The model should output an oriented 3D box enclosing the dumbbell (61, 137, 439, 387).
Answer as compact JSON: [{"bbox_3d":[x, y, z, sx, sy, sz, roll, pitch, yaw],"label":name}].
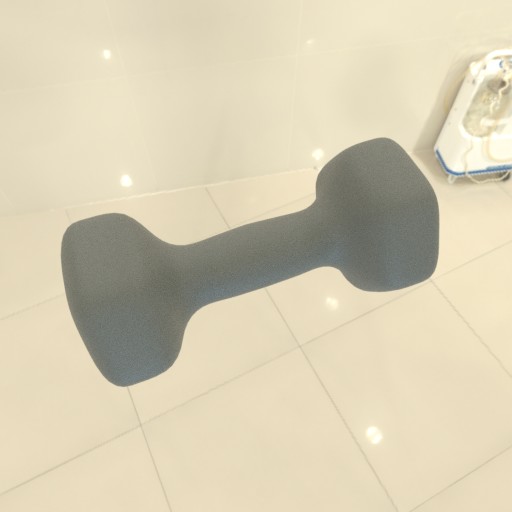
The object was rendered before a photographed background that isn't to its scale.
[{"bbox_3d":[0.000,0.000,0.234,0.184,0.081,0.090,-17,59,-11],"label":"dumbbell"}]
